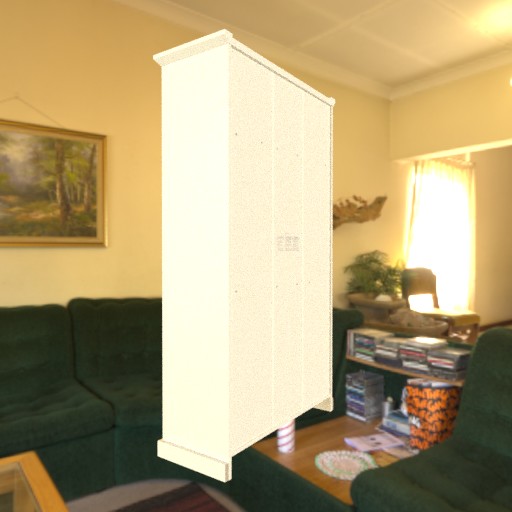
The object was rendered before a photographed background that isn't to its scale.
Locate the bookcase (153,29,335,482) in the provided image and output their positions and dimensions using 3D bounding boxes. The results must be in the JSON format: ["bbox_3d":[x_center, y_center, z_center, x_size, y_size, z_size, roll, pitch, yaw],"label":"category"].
[{"bbox_3d":[0.000,0.000,2.383,0.432,1.880,1.050,1,1,35],"label":"bookcase"}]
